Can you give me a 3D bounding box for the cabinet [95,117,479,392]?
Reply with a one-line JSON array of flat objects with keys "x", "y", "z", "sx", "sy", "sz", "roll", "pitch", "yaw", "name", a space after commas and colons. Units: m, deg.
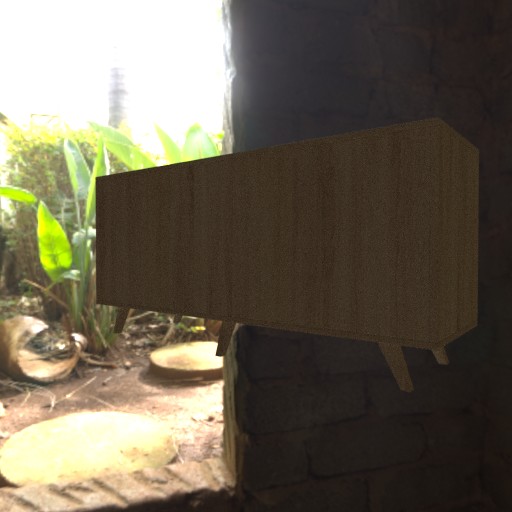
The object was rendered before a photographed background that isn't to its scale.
[{"x": 0.000, "y": 0.000, "z": 1.915, "sx": 1.650, "sy": 0.780, "sz": 0.500, "roll": 1, "pitch": 1, "yaw": 38, "name": "cabinet"}]
